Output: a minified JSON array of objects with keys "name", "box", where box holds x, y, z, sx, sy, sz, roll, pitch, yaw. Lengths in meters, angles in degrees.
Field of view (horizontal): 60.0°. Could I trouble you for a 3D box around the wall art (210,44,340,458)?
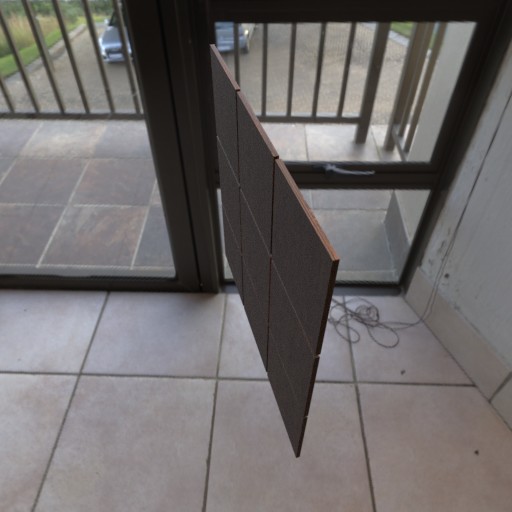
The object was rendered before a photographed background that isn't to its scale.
[{"name":"wall art","box":[0.000,0.000,1.357,0.013,0.914,0.915,-12,48,-11]}]
